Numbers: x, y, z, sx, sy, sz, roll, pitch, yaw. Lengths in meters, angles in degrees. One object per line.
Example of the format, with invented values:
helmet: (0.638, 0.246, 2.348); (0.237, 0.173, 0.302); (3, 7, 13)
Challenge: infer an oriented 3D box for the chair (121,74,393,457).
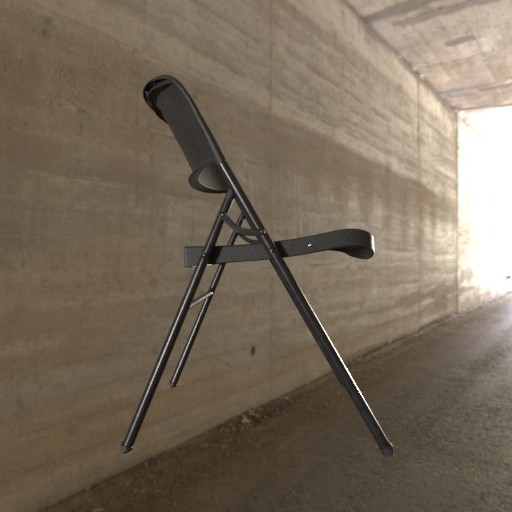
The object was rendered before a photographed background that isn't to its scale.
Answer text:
chair: (0.000, 0.000, 1.142); (0.566, 0.810, 0.494); (0, -1, 1)
